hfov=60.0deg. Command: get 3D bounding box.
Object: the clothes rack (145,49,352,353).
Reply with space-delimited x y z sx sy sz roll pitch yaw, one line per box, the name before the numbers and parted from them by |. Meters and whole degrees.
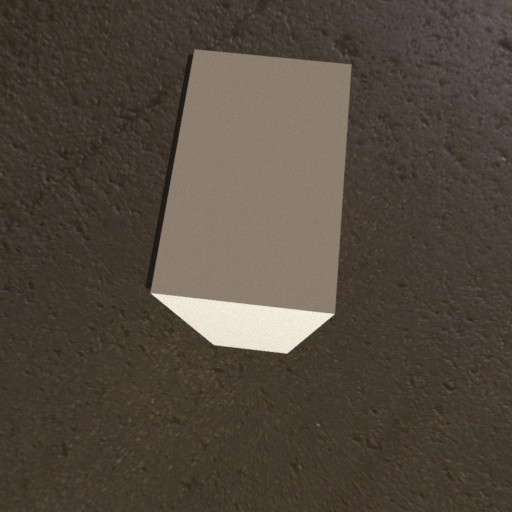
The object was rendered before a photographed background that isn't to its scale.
clothes rack | 0.000 0.000 1.391 0.330 1.187 0.500 6 75 2
